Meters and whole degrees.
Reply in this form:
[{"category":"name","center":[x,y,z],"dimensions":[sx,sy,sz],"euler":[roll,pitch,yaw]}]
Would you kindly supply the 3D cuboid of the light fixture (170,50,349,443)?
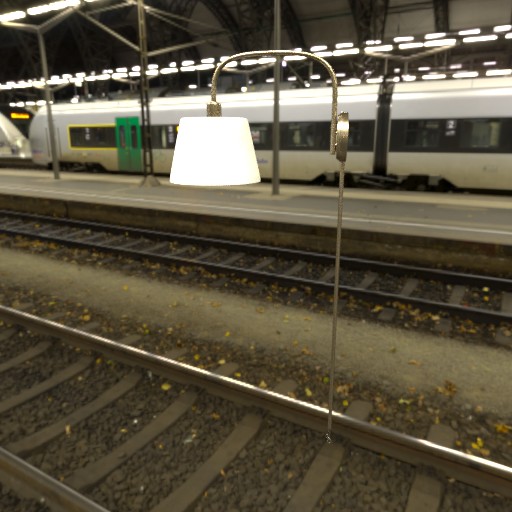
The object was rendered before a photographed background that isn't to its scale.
[{"category":"light fixture","center":[0.000,0.000,0.468],"dimensions":[0.176,0.399,0.092],"euler":[2,15,9]}]
